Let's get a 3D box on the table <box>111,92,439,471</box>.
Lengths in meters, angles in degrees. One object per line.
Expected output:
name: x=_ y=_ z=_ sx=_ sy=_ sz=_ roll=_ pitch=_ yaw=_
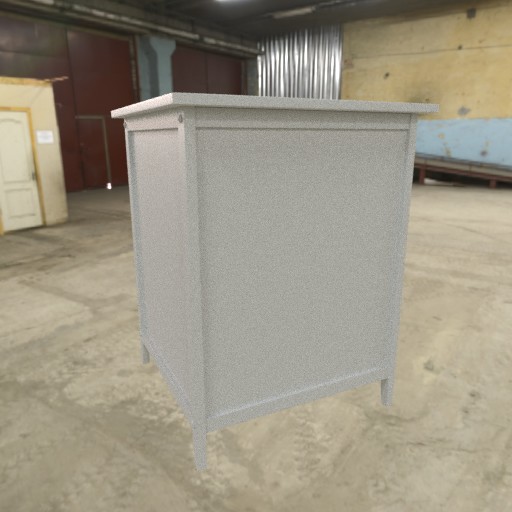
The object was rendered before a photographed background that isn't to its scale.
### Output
table: x=0.000 y=0.000 z=0.760 sx=0.381 sy=0.483 sz=0.381 roll=-7 pitch=17 yaw=-26
